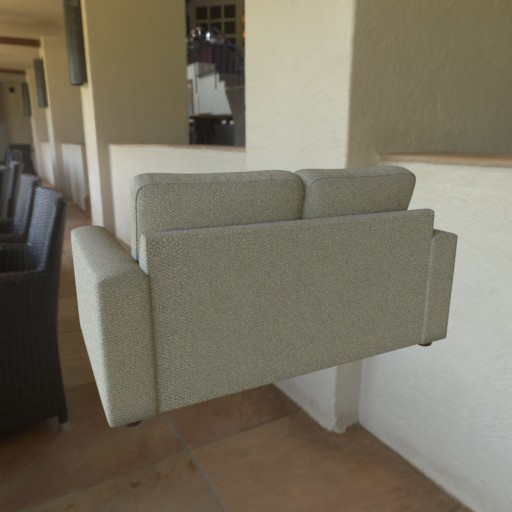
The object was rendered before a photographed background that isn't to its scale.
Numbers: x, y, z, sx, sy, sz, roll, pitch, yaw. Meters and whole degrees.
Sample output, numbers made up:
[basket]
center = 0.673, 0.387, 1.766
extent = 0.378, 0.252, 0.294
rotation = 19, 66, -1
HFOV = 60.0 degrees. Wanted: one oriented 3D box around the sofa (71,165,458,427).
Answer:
[sofa]
center = 0.000, 0.000, 2.186
extent = 1.616, 0.873, 1.016
rotation = -7, 16, -26
